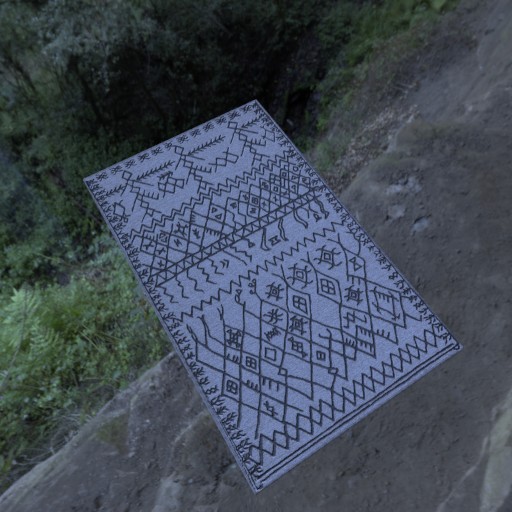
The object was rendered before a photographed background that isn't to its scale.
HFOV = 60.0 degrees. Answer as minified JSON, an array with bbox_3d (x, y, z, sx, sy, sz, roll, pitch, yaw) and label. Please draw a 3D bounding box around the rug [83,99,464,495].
[{"bbox_3d":[0.000,0.000,3.029,1.526,0.012,2.444,-29,67,-13],"label":"rug"}]
